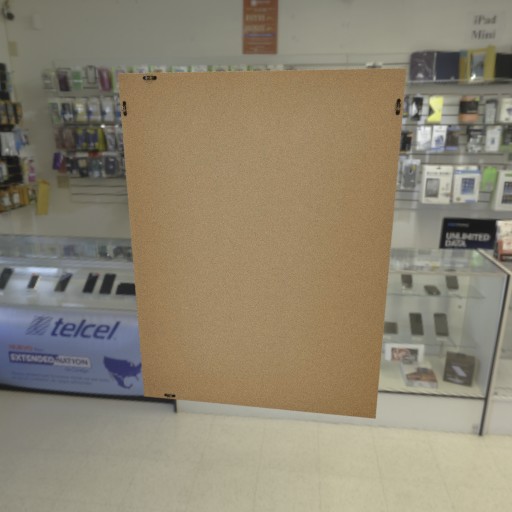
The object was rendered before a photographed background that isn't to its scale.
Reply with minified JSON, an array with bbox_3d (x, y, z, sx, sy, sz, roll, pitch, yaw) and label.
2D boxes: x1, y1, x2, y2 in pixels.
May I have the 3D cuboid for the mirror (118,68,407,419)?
[{"bbox_3d":[0.000,0.000,1.314,0.762,1.016,0.040,3,17,9],"label":"mirror"}]
